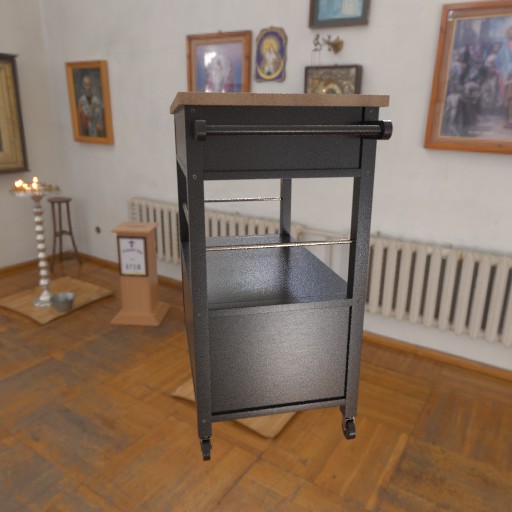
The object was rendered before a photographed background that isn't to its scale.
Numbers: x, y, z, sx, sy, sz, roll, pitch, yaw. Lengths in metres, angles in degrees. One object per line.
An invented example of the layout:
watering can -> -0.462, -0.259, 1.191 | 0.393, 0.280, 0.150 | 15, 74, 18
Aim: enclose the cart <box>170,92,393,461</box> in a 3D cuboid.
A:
cart -> 0.000, 0.000, 1.371 | 0.459, 0.901, 0.840 | -3, 17, -11
